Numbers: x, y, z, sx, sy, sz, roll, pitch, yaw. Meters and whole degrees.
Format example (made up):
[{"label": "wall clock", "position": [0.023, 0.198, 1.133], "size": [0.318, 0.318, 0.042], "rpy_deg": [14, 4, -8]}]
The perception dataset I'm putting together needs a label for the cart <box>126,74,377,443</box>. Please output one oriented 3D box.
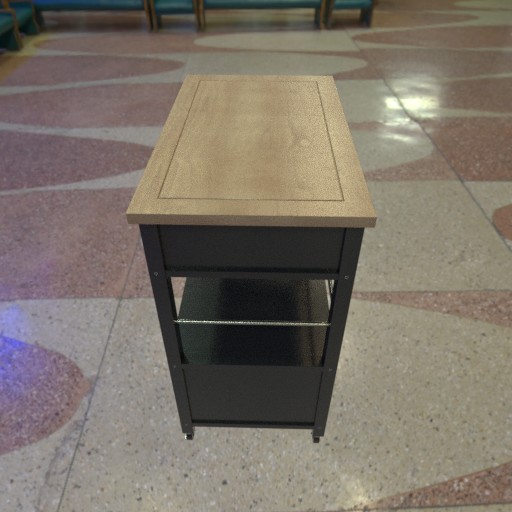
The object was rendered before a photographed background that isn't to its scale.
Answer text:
[{"label": "cart", "position": [0.000, 0.000, 1.414], "size": [0.459, 0.901, 0.840], "rpy_deg": [1, 40, 1]}]
